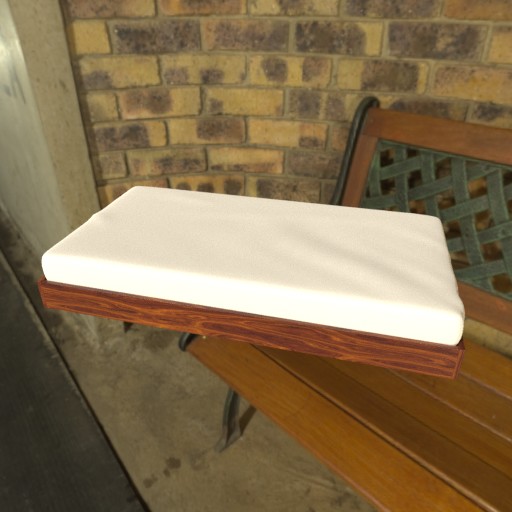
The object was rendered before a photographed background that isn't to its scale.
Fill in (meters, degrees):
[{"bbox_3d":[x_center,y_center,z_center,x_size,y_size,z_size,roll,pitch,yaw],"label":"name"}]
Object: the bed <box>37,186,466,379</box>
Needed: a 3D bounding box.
[{"bbox_3d":[0.000,0.000,2.244,1.860,0.312,0.940,7,31,12],"label":"bed"}]
